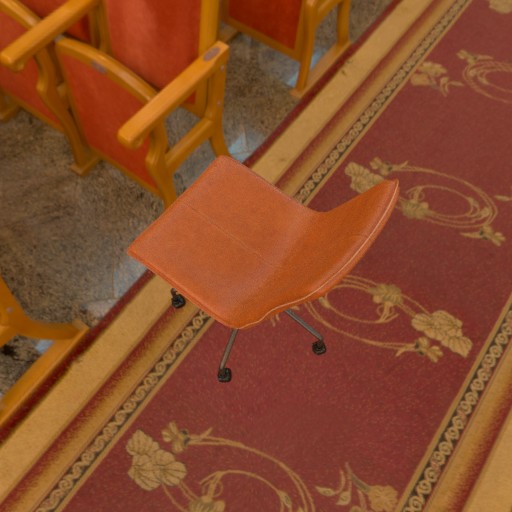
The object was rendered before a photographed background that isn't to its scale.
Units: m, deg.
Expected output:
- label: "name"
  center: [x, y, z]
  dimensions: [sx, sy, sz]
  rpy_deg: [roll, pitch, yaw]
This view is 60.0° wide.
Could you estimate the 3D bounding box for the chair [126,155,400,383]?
- label: "chair"
  center: [0.000, 0.000, 1.383]
  dimensions: [0.660, 0.920, 0.651]
  rpy_deg: [34, 69, 15]
